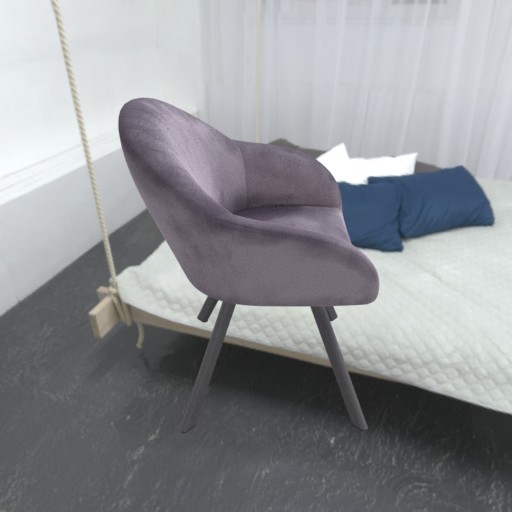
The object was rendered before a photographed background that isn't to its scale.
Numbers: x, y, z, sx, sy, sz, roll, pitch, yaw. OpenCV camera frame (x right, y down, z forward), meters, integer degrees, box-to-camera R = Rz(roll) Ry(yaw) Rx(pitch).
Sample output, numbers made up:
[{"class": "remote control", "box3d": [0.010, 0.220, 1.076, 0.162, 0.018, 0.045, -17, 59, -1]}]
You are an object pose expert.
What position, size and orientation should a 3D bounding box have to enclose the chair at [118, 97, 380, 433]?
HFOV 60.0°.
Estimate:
[{"class": "chair", "box3d": [0.000, 0.000, 1.177, 0.590, 0.795, 0.550, 0, 31, -1]}]
